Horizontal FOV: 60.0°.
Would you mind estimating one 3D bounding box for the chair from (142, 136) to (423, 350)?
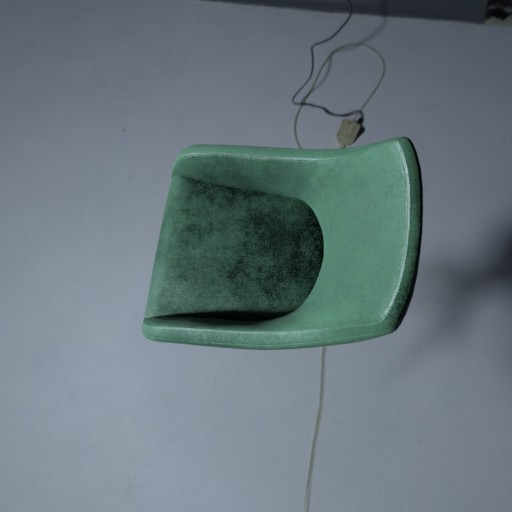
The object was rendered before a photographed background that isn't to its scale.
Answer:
[{"bbox_3d":[0.000,0.000,1.569,0.794,1.081,0.683,8,77,2],"label":"chair"}]
